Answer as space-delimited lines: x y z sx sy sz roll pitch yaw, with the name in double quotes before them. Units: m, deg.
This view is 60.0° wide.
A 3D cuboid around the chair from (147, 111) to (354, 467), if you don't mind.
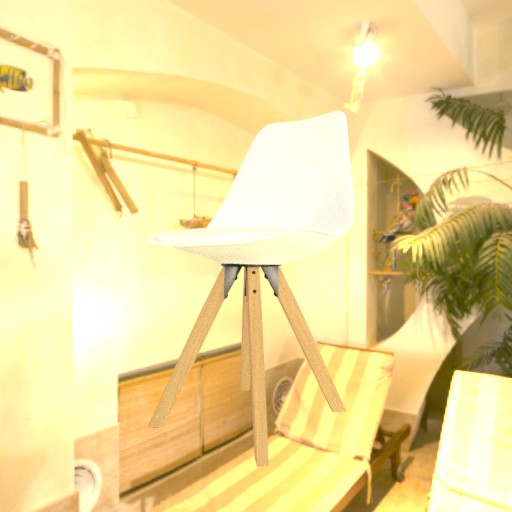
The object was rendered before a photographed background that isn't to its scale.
"chair" 0.000 0.000 1.172 0.485 0.849 0.550 1 1 36
